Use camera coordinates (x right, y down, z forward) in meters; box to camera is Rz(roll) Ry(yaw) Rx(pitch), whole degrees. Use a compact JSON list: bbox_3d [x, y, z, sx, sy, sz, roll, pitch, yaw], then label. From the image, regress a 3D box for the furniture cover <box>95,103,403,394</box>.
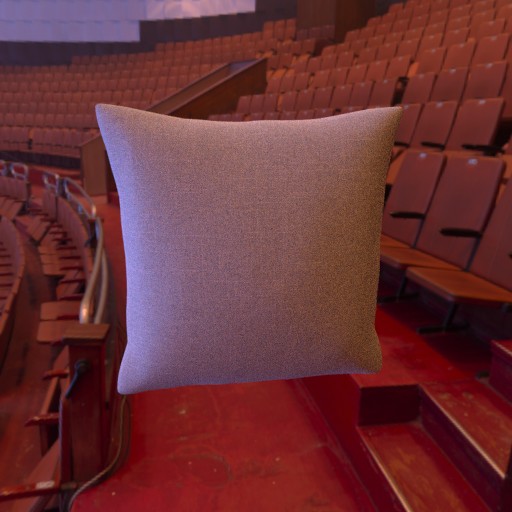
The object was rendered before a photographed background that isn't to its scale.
[{"bbox_3d":[0.000,0.000,0.785,0.512,0.506,0.178,-2,15,-9],"label":"furniture cover"}]
